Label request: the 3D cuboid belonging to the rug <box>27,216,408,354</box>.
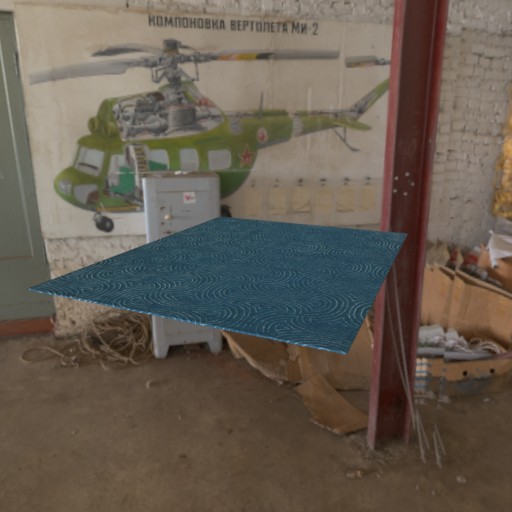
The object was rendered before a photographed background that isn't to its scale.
[{"bbox_3d":[0.000,0.000,4.202,2.432,0.012,3.033,7,18,23],"label":"rug"}]
